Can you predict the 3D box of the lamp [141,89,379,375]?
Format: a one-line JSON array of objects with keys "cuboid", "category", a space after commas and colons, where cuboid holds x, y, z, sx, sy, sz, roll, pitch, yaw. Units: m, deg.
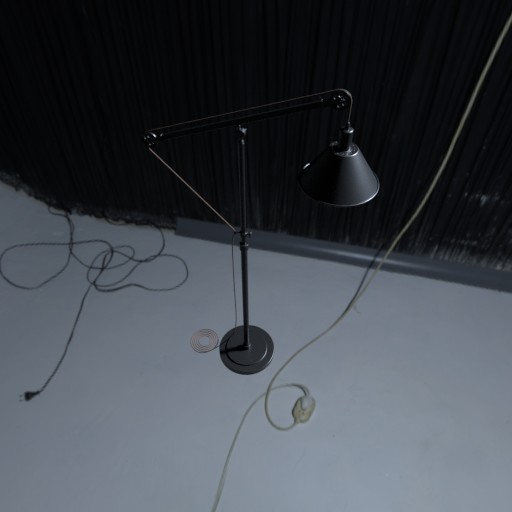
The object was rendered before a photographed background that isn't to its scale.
[{"cuboid": [0.000, 0.000, 1.996, 0.904, 1.626, 0.319, 11, 47, 10], "category": "lamp"}]
